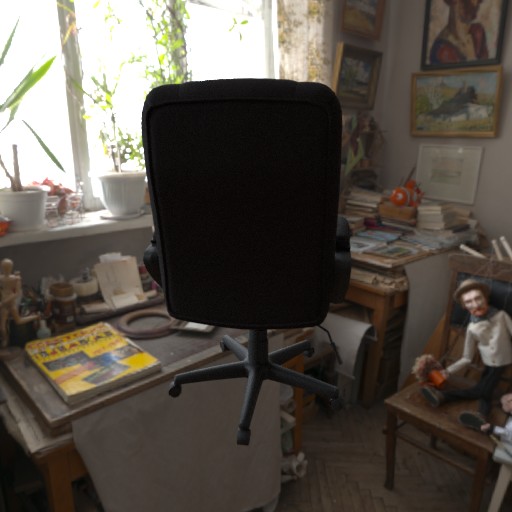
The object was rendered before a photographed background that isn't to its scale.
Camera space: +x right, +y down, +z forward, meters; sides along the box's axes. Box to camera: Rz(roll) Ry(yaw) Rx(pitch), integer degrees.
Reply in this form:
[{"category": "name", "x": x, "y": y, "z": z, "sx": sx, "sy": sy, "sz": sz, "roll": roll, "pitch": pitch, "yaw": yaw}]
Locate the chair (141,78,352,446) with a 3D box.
[{"category": "chair", "x": 0.000, "y": 0.000, "z": 1.565, "sx": 0.667, "sy": 1.105, "sz": 0.724, "roll": 2, "pitch": 16, "yaw": 8}]
